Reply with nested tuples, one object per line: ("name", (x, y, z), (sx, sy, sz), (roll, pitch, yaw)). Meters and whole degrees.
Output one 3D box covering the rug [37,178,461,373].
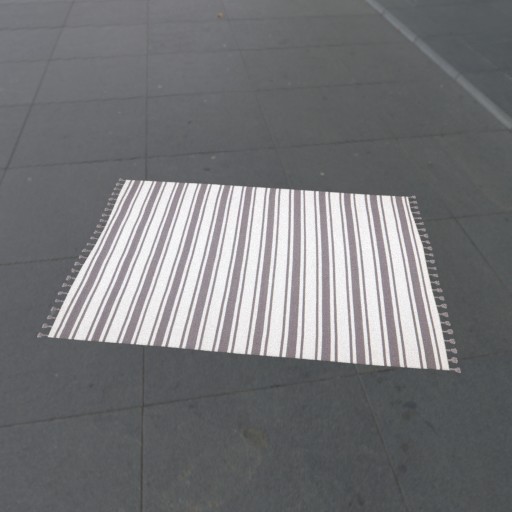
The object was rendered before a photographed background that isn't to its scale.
("rug", (0.000, 0.000, 3.035), (2.425, 0.014, 1.563), (4, 46, 4))
